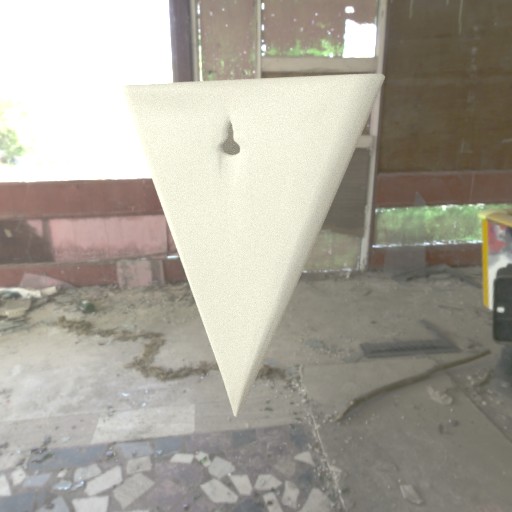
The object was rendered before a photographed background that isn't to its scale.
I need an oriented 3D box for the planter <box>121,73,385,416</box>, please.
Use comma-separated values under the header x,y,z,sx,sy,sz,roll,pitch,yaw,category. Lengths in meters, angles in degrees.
x,y,z,sx,sy,sz,roll,pitch,yaw,category
0.000,0.000,0.272,0.150,0.197,0.060,9,19,26,planter
